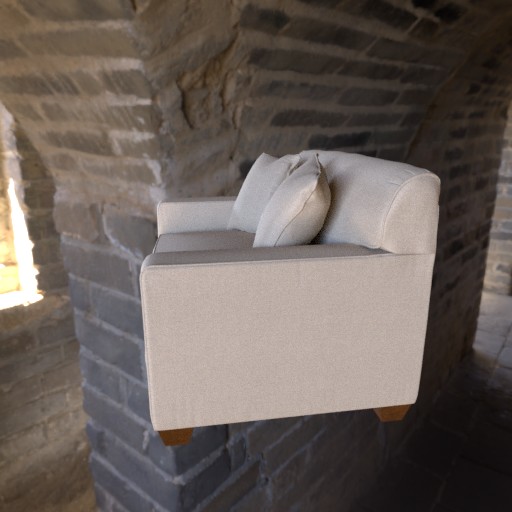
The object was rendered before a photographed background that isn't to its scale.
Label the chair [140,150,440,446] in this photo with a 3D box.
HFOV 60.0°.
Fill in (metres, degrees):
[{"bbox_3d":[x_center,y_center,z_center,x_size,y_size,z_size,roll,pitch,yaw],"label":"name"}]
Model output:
[{"bbox_3d":[0.000,0.000,2.067,1.000,0.948,1.383,-3,16,-9],"label":"chair"}]
